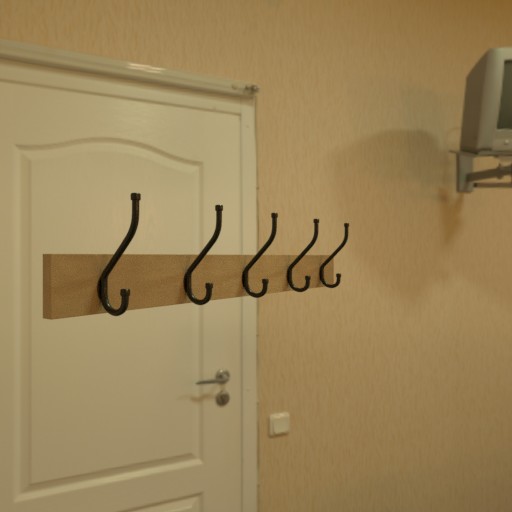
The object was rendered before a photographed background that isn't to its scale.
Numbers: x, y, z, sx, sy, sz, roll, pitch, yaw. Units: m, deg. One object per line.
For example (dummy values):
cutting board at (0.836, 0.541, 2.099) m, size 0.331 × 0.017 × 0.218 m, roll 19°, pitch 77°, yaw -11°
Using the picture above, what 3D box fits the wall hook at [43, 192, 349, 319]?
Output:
wall hook at (0.000, 0.000, 0.619) m, size 0.071 × 0.117 × 0.571 m, roll 0°, pitch 0°, yaw 36°
